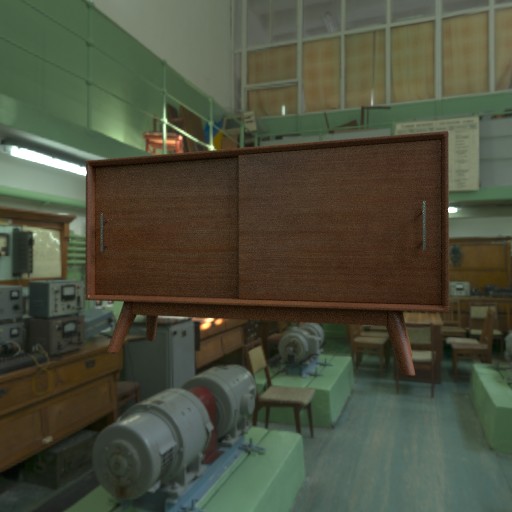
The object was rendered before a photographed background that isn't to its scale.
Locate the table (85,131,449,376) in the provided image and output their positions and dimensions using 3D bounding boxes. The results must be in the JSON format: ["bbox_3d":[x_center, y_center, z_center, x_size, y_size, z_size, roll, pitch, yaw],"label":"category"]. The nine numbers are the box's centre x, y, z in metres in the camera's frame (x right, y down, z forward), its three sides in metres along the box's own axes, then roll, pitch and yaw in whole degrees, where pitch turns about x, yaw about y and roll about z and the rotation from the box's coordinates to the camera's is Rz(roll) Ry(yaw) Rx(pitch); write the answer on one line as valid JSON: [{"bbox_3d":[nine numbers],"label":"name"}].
[{"bbox_3d":[0.000,0.000,1.552,1.220,0.698,0.308,0,0,18],"label":"table"}]
